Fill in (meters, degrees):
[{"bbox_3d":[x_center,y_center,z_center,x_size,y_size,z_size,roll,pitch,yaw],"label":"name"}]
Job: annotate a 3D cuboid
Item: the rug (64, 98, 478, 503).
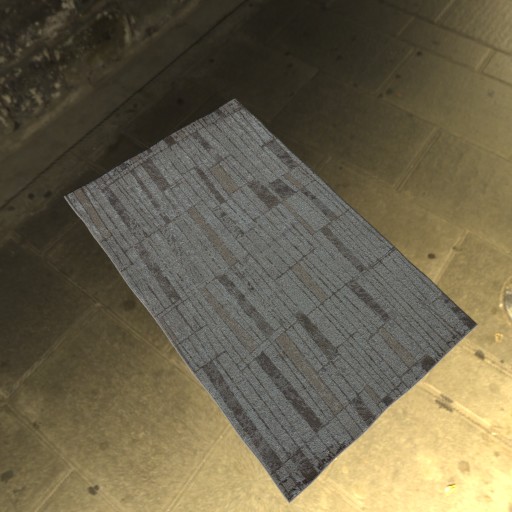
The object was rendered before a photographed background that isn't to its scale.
[{"bbox_3d":[0.000,0.000,2.921,1.531,0.023,2.444,-36,68,-16],"label":"rug"}]
